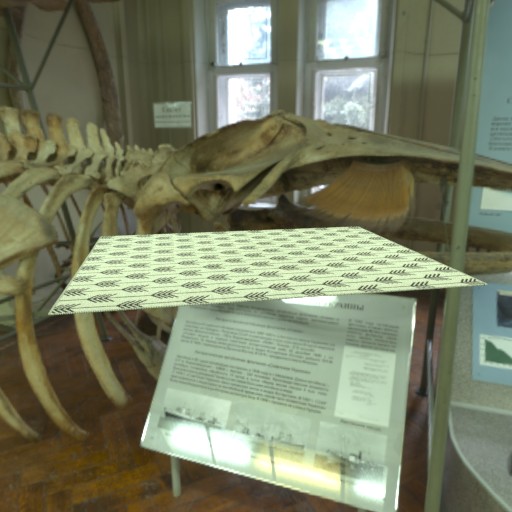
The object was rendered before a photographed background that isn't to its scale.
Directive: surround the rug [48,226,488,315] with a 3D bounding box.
[{"bbox_3d":[0.000,0.000,4.104,3.061,0.010,2.330,-3,15,-11],"label":"rug"}]
